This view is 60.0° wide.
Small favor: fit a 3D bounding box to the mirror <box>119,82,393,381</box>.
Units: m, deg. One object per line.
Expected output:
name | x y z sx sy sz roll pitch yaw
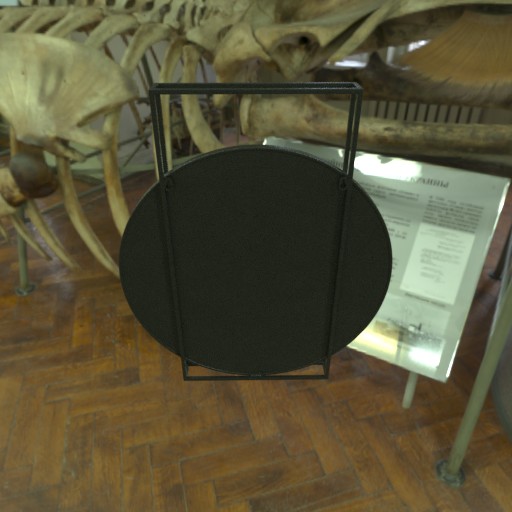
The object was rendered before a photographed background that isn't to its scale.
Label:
mirror | 0.000 0.000 0.827 0.508 0.603 0.051 0 32 -1
